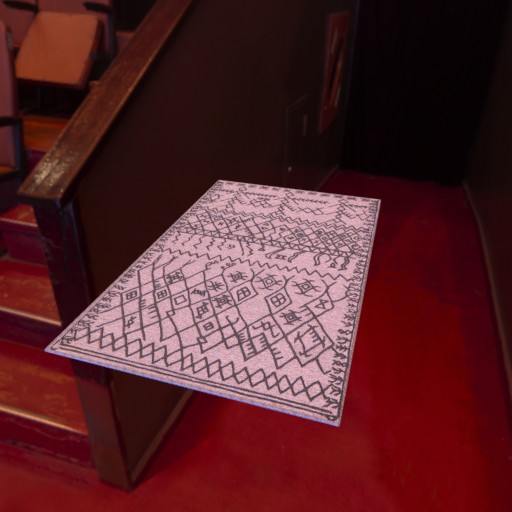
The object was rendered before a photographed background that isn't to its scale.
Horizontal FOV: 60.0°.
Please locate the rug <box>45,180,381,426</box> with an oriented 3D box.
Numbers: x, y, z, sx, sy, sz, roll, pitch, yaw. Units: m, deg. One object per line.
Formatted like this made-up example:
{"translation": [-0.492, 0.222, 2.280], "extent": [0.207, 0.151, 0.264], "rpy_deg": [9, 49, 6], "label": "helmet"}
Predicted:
{"translation": [0.000, 0.000, 3.090], "extent": [1.526, 0.012, 2.444], "rpy_deg": [9, 33, 15], "label": "rug"}
